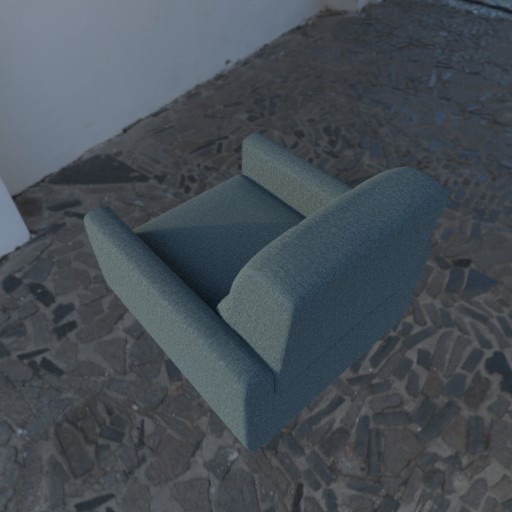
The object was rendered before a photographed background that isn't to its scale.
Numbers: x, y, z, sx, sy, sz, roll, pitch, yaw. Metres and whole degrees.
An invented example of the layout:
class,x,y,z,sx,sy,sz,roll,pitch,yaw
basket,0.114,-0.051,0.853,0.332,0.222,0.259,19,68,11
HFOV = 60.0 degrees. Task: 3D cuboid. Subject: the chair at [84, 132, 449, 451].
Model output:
class,x,y,z,sx,sy,sz,roll,pitch,yaw
chair,0.000,0.000,1.673,0.880,0.940,0.964,-33,55,-27
